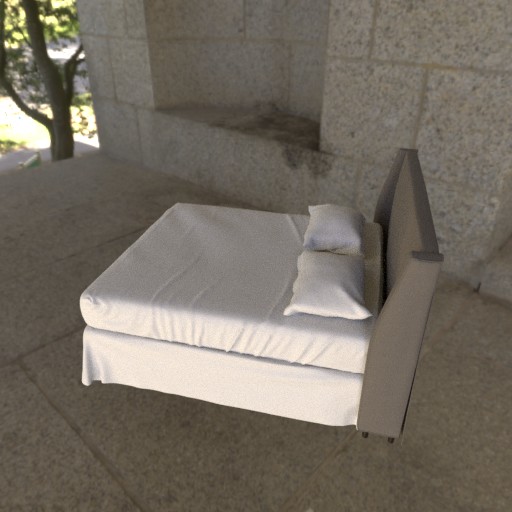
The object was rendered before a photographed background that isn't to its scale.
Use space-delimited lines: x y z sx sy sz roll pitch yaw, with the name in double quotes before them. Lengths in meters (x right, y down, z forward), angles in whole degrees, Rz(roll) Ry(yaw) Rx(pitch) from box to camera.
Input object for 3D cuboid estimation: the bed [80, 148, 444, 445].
"bed" 0.000 0.000 3.380 2.276 1.332 1.925 7 30 12
